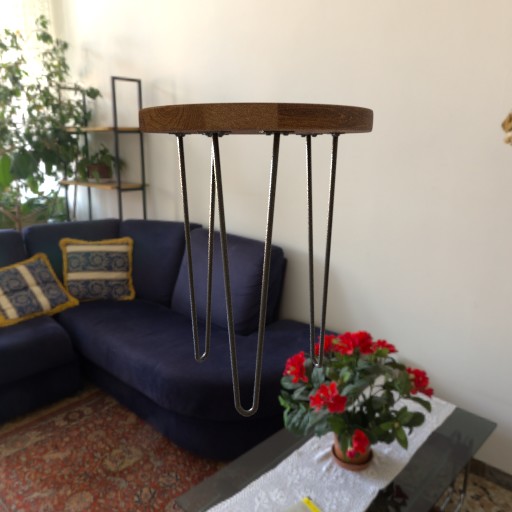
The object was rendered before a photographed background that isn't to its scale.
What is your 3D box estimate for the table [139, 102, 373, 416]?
[{"bbox_3d":[0.000,0.000,0.841,0.400,0.520,0.400,0,14,0],"label":"table"}]
